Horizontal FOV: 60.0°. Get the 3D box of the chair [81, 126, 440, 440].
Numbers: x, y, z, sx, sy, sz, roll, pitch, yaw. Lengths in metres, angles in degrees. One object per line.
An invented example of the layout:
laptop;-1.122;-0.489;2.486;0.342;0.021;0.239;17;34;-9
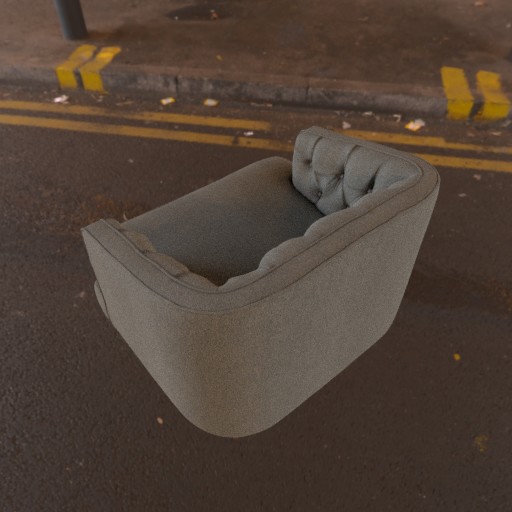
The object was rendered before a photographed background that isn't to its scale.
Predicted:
chair;0.000;0.000;1.734;1.094;0.852;0.945;-30;52;-27
